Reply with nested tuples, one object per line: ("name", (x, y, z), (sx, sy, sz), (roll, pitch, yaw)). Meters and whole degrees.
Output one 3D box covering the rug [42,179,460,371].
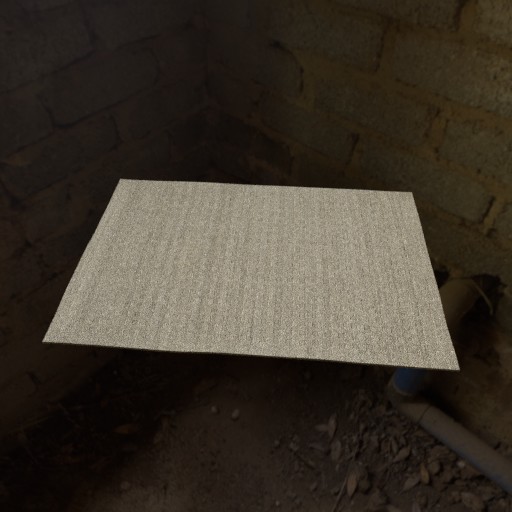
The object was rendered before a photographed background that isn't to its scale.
("rug", (0.000, 0.000, 2.949), (2.297, 0.018, 1.532), (3, 46, 3))
